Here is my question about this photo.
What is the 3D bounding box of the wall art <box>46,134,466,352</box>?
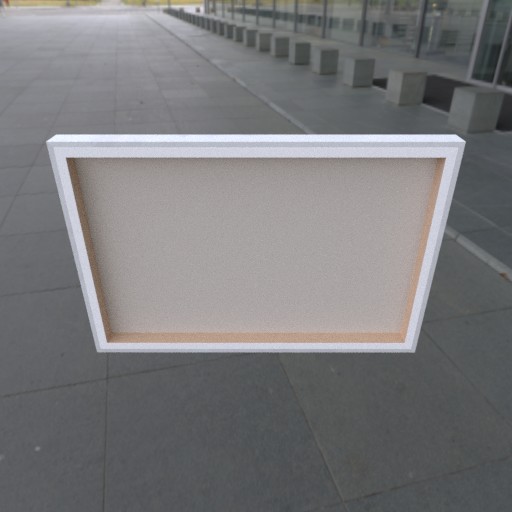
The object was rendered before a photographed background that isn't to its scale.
[{"bbox_3d":[0.000,0.000,0.762,0.609,0.407,0.038,0,31,0],"label":"wall art"}]
